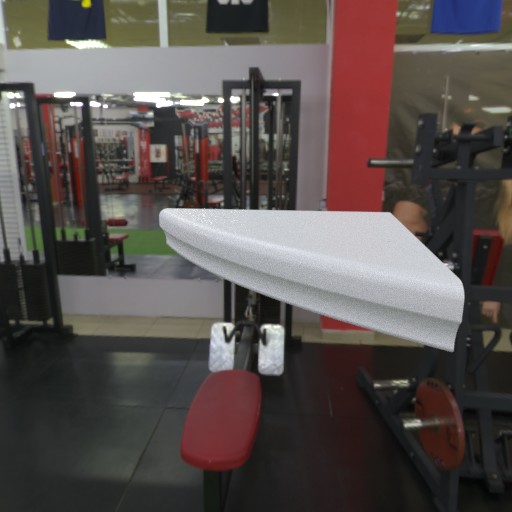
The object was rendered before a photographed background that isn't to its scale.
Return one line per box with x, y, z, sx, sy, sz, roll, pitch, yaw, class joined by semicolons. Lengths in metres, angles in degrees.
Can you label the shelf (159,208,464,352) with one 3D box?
0.000;0.000;0.448;0.310;0.050;0.310;2;14;7;shelf
